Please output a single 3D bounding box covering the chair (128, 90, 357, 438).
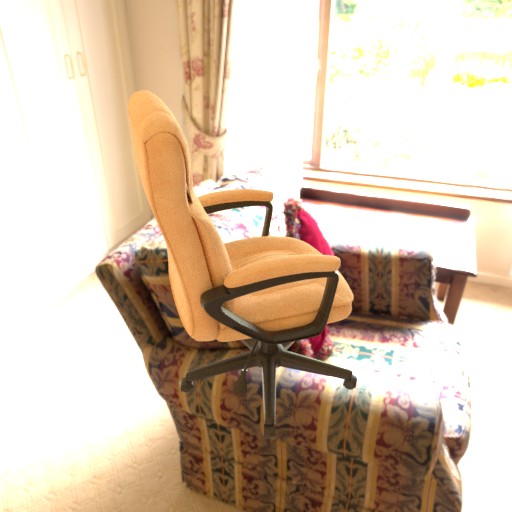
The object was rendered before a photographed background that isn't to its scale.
[{"bbox_3d":[0.000,0.000,1.560,0.724,1.105,0.667,-9,30,-16],"label":"chair"}]
